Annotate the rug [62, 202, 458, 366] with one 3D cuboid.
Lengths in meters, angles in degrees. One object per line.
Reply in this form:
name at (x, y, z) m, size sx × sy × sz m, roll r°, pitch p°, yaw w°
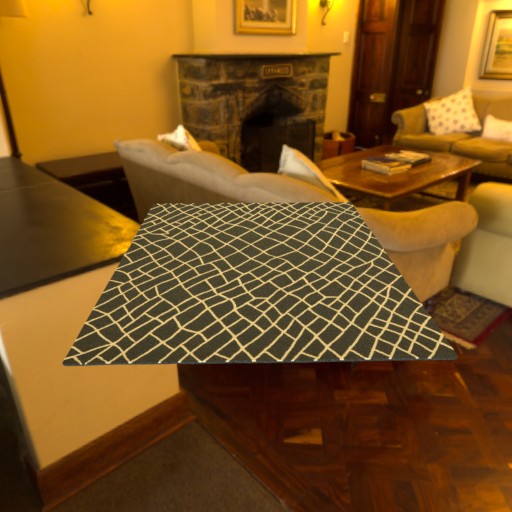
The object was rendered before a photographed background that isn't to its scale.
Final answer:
rug at (0.000, 0.000, 4.082) m, size 2.439 × 0.022 × 3.047 m, roll -1°, pitch 25°, yaw -1°
